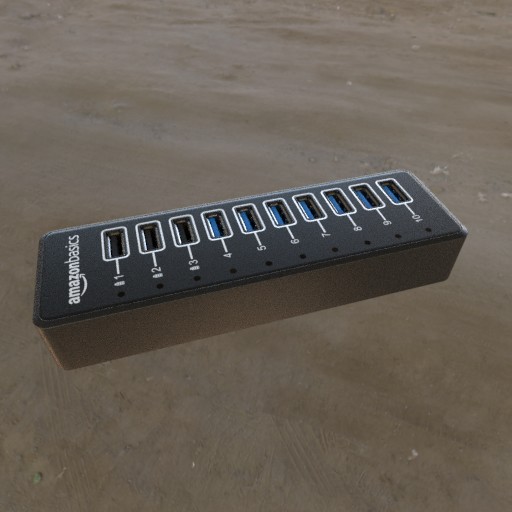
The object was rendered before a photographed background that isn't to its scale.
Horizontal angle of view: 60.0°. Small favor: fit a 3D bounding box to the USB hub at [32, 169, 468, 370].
[{"bbox_3d":[0.000,0.000,0.162,0.145,0.023,0.044,-12,45,-12],"label":"USB hub"}]
